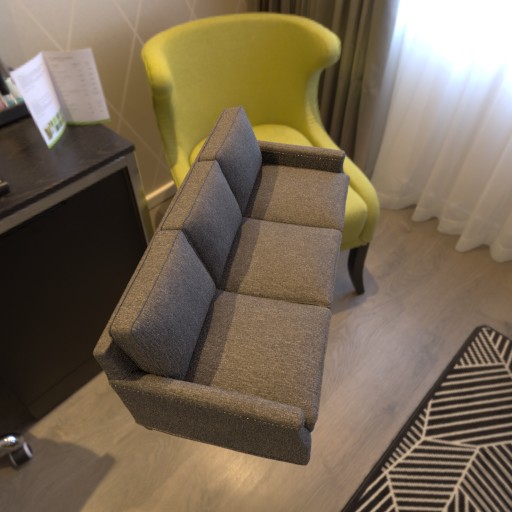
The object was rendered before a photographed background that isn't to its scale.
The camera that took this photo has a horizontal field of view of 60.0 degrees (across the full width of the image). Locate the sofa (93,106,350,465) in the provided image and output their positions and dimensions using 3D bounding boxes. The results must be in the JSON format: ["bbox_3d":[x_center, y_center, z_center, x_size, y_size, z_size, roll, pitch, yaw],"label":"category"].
[{"bbox_3d":[0.000,0.000,2.920,1.084,1.003,2.246,10,48,9],"label":"sofa"}]
